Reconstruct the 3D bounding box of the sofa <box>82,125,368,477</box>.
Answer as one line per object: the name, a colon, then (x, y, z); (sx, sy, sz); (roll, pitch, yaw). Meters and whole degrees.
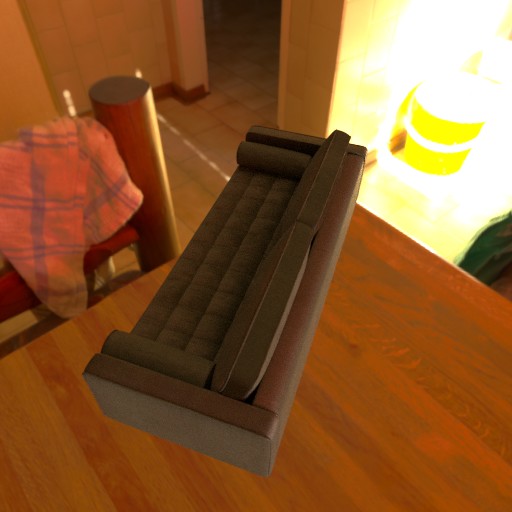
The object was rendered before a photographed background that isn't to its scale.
sofa: (0.000, 0.000, 2.686); (0.918, 0.769, 2.199); (15, 49, 13)
